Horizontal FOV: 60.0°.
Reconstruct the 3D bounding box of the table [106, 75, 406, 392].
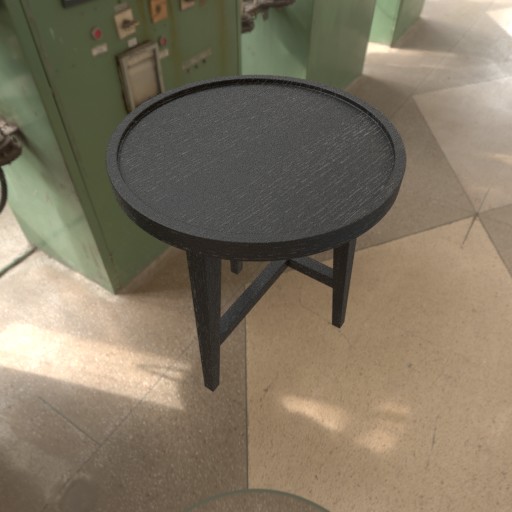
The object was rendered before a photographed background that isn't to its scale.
[{"bbox_3d":[0.000,0.000,0.769,0.399,0.460,0.399,0,46,0],"label":"table"}]
